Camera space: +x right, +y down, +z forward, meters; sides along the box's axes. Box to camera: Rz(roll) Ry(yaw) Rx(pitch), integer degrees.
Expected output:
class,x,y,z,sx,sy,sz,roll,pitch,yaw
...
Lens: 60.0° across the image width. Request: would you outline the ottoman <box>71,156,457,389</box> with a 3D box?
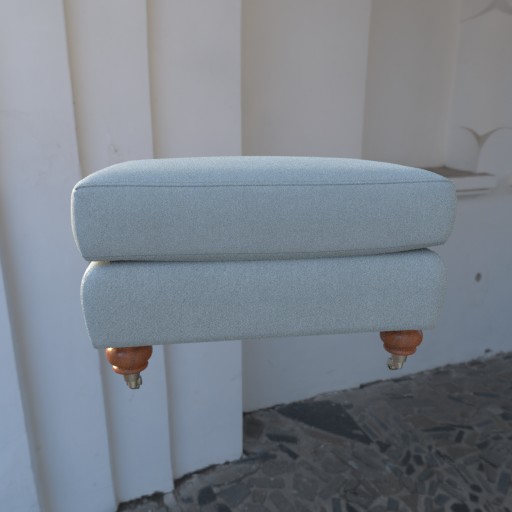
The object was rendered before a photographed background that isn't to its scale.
class,x,y,z,sx,sy,sz,roll,pitch,yaw
ottoman,0.000,0.000,1.141,0.773,0.499,0.569,-2,15,-8
